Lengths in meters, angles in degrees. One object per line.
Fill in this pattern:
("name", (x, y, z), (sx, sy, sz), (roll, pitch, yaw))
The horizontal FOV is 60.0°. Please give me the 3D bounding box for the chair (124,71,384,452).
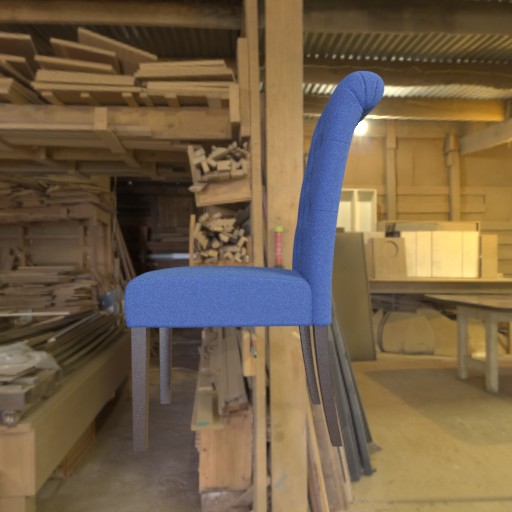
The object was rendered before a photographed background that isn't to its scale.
("chair", (0.000, 0.000, 1.345), (0.671, 1.006, 0.456), (0, 0, -1))
